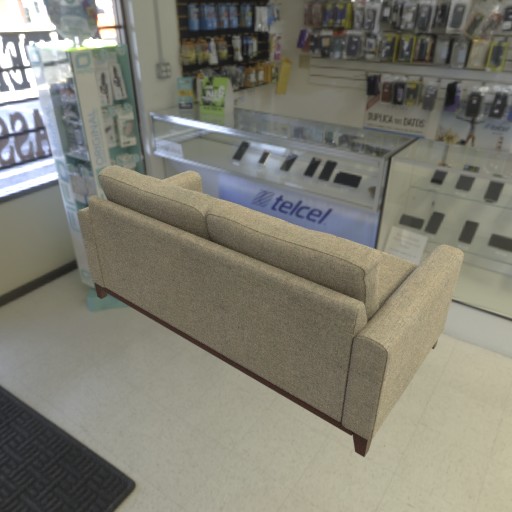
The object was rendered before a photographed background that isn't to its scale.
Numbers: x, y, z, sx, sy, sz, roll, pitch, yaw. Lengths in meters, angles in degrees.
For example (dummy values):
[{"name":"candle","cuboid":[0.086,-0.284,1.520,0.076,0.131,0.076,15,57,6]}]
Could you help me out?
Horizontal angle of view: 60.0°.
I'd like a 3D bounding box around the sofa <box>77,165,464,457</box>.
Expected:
[{"name":"sofa","cuboid":[0.000,0.000,2.517,1.978,0.892,0.969,21,36,32]}]
